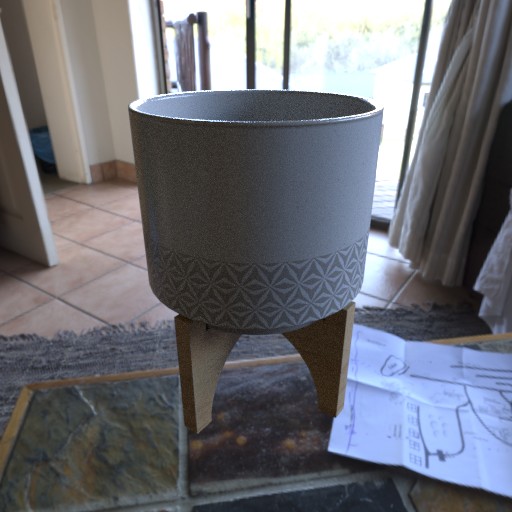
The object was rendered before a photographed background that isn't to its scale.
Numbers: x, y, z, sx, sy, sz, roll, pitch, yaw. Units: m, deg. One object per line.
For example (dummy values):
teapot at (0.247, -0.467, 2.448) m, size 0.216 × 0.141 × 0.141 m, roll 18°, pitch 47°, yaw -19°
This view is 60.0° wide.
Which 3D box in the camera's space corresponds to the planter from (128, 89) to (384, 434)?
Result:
planter at (0.000, 0.000, 0.518) m, size 0.249 × 0.343 × 0.249 m, roll 0°, pitch 26°, yaw 0°
